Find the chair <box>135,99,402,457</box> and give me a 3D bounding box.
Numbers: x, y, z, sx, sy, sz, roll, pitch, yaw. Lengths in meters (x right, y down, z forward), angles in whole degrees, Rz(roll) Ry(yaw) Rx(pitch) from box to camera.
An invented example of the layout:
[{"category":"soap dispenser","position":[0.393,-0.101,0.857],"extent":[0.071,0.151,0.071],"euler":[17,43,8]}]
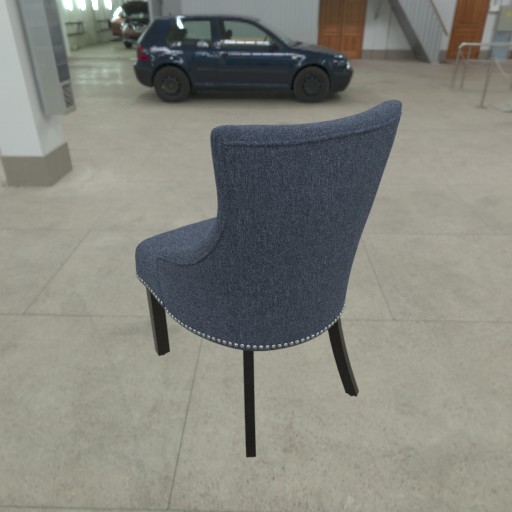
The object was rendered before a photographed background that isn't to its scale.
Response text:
[{"category":"chair","position":[0.000,0.000,1.311],"extent":[0.566,0.909,0.629],"euler":[-18,34,-29]}]
